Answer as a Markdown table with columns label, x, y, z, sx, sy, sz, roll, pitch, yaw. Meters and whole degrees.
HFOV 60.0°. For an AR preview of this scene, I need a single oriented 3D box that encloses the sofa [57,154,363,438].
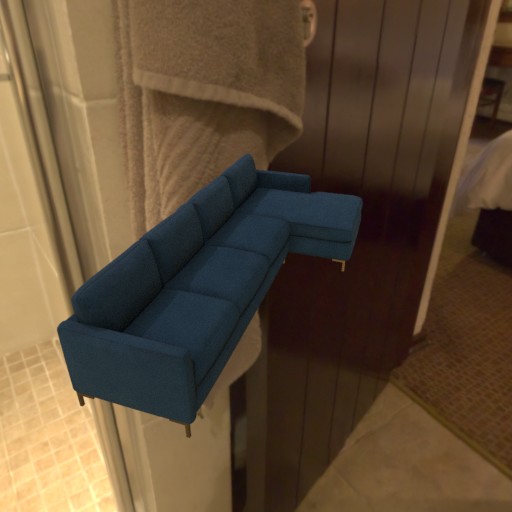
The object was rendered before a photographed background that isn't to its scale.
| label | x | y | z | sx | sy | sz | roll | pitch | yaw |
| --- | --- | --- | --- | --- | --- | --- | --- | --- | --- |
| sofa | 0.000 | 0.000 | 3.509 | 1.350 | 0.810 | 2.932 | 10 | 31 | 16 |
